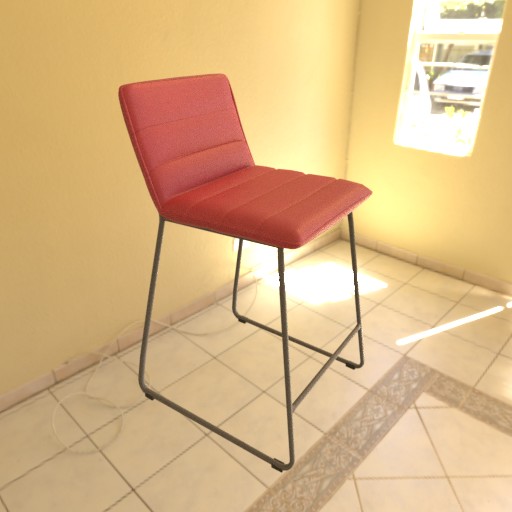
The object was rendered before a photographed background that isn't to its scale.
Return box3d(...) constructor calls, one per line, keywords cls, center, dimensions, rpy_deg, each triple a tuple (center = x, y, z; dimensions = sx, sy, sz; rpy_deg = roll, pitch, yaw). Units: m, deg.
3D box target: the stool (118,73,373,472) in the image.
box3d(cls="stool", center=(0.000, 0.000, 1.182), dimensions=(0.524, 0.866, 0.489), rpy_deg=(17, 32, 30))
